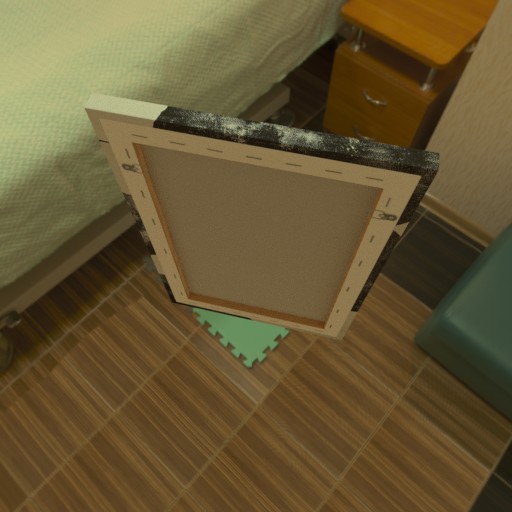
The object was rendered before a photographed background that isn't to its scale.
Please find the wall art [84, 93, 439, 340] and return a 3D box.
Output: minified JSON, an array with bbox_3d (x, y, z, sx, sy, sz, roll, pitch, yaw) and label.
[{"bbox_3d":[0.000,0.000,1.155,0.610,0.915,0.041,12,63,6],"label":"wall art"}]
